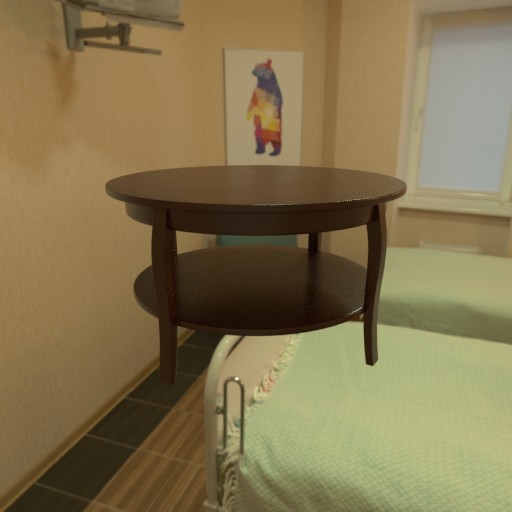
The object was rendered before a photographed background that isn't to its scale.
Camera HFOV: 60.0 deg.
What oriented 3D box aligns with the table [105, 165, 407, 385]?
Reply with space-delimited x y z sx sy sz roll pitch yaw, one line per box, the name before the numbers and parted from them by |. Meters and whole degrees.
table | 0.000 0.000 1.480 0.911 0.512 0.911 0 17 0
